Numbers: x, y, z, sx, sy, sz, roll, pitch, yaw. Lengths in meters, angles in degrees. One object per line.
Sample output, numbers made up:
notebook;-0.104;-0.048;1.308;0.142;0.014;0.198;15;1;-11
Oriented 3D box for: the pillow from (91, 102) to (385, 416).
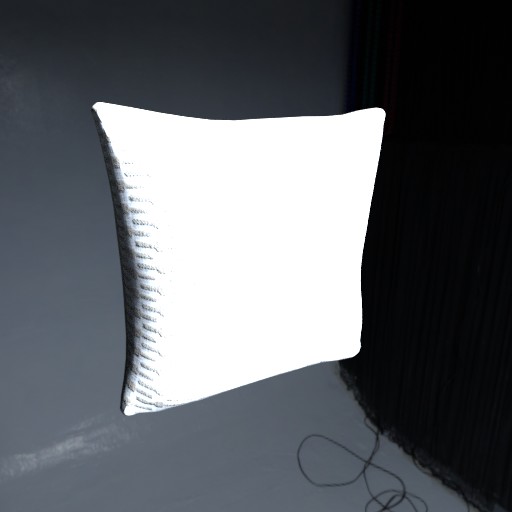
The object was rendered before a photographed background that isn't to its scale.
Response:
pillow;0.000;0.000;0.765;0.496;0.491;0.219;-9;19;-27
